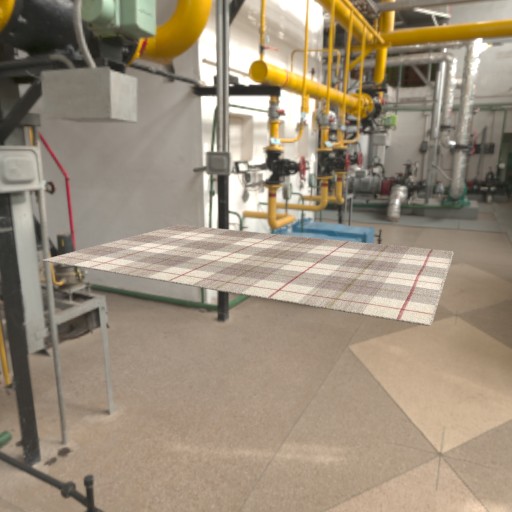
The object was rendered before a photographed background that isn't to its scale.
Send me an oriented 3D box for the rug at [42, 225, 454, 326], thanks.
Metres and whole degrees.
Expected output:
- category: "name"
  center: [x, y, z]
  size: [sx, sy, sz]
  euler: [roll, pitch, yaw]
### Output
- category: "rug"
  center: [0.000, 0.000, 3.104]
  size: [2.464, 0.010, 1.549]
  euler: [7, 16, 26]
